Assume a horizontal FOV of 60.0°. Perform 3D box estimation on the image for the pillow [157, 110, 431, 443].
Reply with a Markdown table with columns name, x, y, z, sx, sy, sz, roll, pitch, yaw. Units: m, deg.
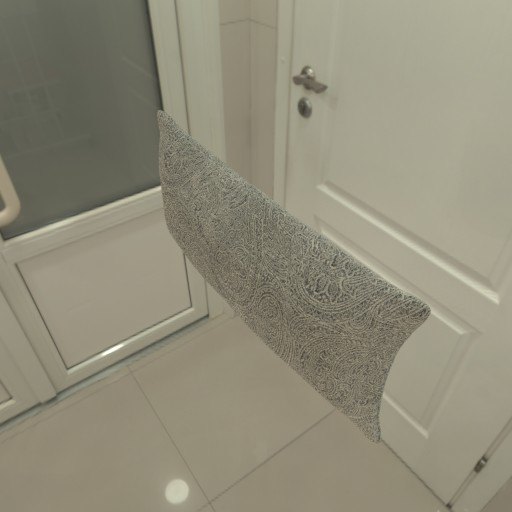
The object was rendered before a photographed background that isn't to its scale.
| name | x | y | z | sx | sy | sz | roll | pitch | yaw |
| --- | --- | --- | --- | --- | --- | --- | --- | --- | --- |
| pillow | 0.000 | 0.000 | 0.740 | 0.151 | 0.295 | 0.615 | -26 | 48 | -26 |
